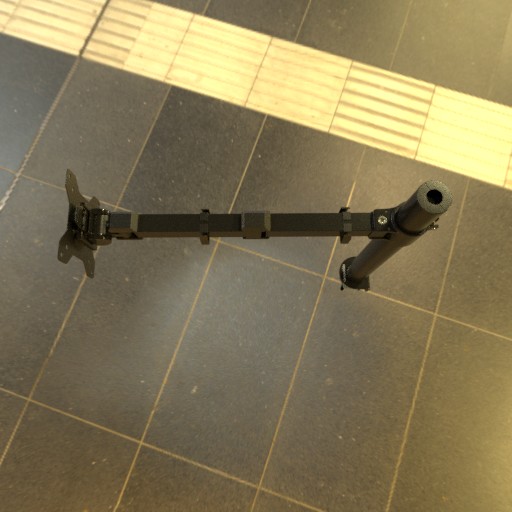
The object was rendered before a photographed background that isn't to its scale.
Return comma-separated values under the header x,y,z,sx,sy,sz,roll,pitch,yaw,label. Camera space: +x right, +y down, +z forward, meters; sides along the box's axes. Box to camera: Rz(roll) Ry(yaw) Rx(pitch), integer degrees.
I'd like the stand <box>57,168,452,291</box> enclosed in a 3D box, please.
x,y,z,sx,sy,sz,roll,pitch,yaw,label
0.000,0.000,0.729,0.456,0.510,0.115,0,76,0,stand
